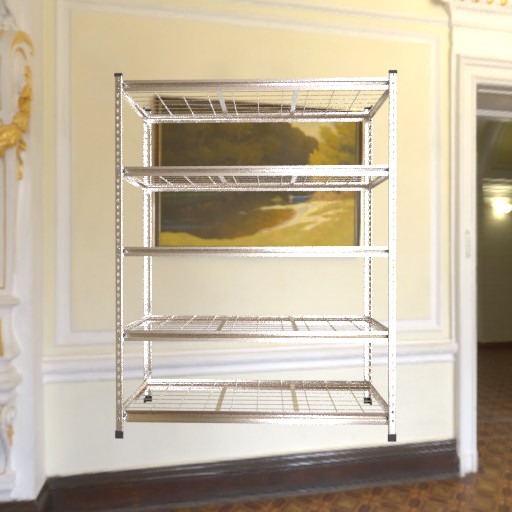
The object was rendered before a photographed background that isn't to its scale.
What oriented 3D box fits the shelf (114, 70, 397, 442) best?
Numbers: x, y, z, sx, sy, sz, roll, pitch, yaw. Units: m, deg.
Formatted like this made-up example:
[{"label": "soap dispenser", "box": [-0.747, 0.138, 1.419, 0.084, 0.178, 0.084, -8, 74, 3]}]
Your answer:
[{"label": "shelf", "box": [0.000, 0.000, 2.685, 1.524, 1.981, 0.610, 0, 0, 2]}]
